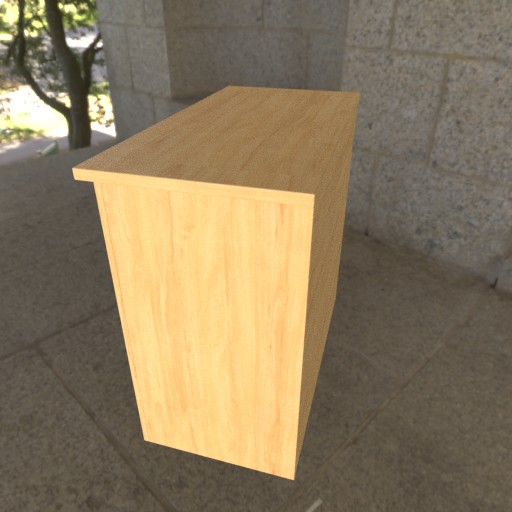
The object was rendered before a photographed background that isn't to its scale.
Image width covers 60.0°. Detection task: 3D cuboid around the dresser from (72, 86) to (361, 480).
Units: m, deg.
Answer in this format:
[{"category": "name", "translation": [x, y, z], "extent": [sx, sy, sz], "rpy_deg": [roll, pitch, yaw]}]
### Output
[{"category": "dresser", "translation": [0.000, 0.000, 1.208], "extent": [0.410, 0.730, 0.800], "rpy_deg": [8, 32, 14]}]
